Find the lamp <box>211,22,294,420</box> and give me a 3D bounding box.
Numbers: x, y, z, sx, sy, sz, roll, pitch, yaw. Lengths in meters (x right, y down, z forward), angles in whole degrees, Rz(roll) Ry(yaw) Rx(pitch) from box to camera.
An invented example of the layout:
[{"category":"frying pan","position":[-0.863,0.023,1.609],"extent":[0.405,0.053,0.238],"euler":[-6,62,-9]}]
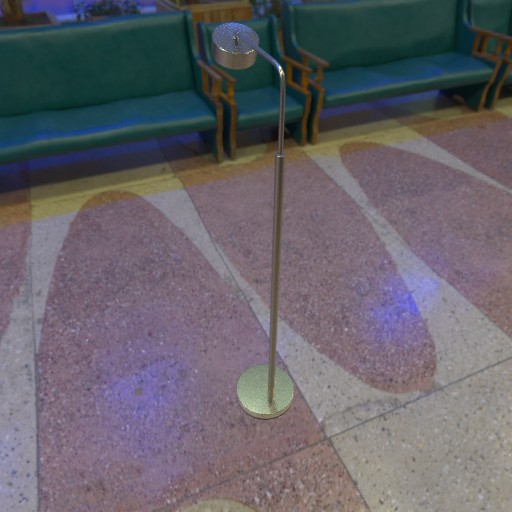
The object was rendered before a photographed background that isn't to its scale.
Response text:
[{"category":"lamp","position":[0.000,0.000,1.395],"extent":[0.222,1.250,0.421],"euler":[-14,42,-16]}]
